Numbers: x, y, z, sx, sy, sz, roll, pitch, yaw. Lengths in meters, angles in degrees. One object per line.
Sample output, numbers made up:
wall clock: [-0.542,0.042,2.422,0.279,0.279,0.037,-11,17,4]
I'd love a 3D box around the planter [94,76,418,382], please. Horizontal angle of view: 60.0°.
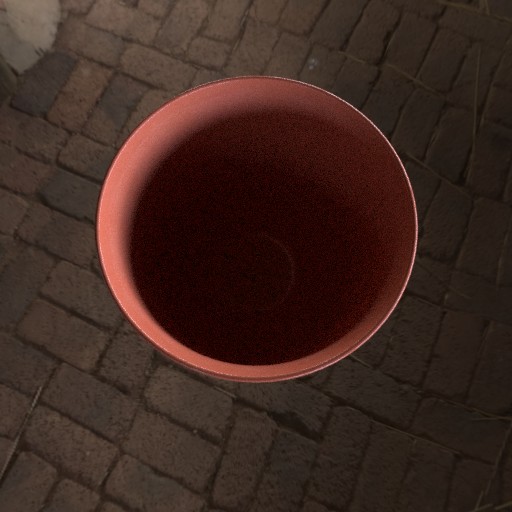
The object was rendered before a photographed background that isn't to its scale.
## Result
planter: [0.000,0.000,0.494,0.266,0.270,0.266,0,75,0]
